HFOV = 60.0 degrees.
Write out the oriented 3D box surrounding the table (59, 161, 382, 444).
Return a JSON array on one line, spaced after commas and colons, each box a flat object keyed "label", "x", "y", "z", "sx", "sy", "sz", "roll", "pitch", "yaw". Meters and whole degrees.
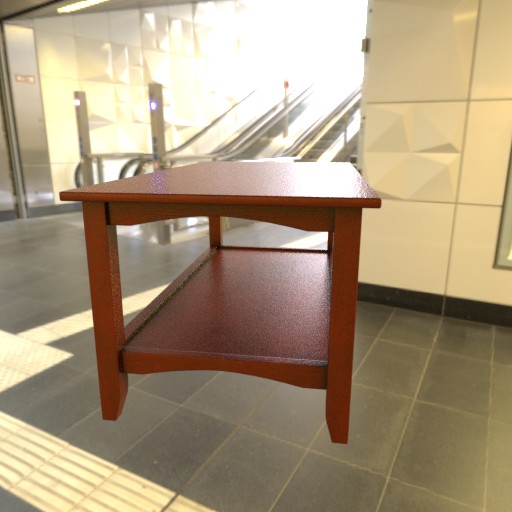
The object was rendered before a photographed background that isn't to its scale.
[{"label": "table", "x": 0.000, "y": 0.000, "z": 1.220, "sx": 0.533, "sy": 0.456, "sz": 0.943, "roll": 2, "pitch": 15, "yaw": 8}]
